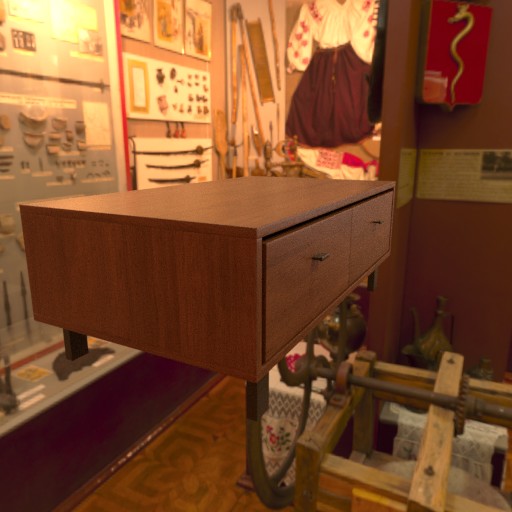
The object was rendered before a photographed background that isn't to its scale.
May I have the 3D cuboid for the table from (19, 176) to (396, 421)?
[{"bbox_3d":[0.000,0.000,1.290,0.600,0.380,1.020,8,16,28],"label":"table"}]
